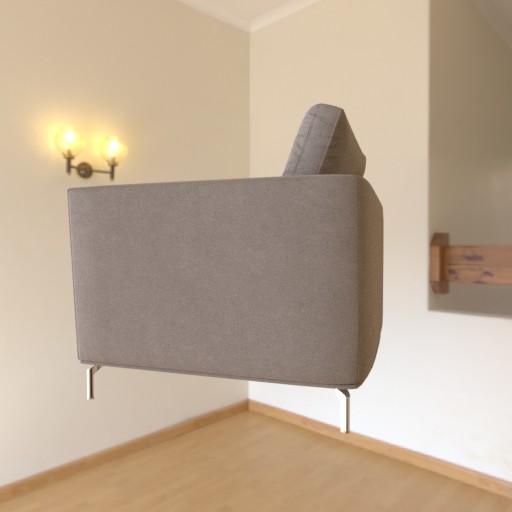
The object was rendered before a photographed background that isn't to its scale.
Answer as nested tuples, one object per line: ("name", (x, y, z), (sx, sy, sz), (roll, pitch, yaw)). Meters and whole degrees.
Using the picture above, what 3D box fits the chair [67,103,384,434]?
("chair", (0.000, 0.000, 1.649), (0.889, 0.864, 1.041), (0, 2, 18))
